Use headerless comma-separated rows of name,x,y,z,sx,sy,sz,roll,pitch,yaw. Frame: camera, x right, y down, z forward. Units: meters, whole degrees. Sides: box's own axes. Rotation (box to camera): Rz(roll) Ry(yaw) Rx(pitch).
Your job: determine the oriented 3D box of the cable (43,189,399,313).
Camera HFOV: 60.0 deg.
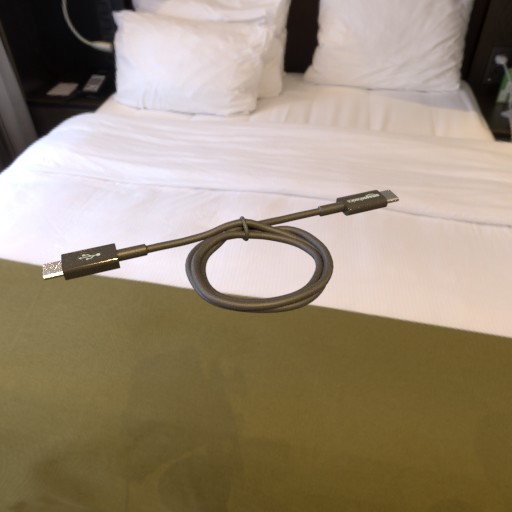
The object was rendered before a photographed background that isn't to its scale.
cable,0.000,0.000,0.212,0.192,0.014,0.070,-14,42,-16
